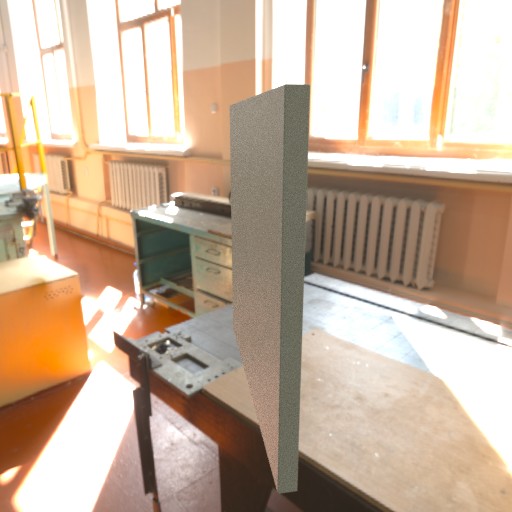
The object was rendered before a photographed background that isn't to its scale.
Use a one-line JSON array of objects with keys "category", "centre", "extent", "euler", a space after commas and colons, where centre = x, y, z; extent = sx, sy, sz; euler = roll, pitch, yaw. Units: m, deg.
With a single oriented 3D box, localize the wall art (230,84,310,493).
[{"category": "wall art", "centre": [0.000, 0.000, 1.135], "extent": [0.040, 0.762, 0.762], "euler": [-3, 17, -9]}]
